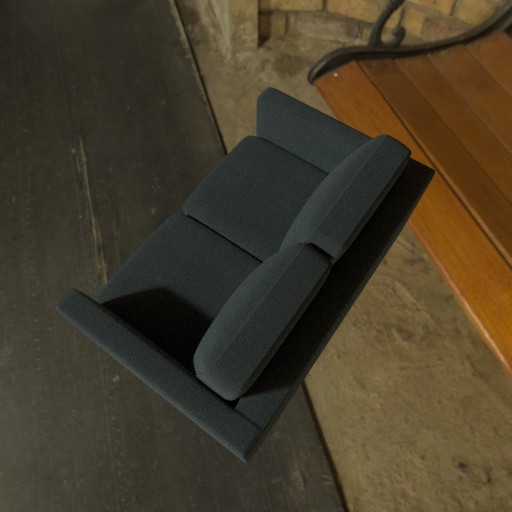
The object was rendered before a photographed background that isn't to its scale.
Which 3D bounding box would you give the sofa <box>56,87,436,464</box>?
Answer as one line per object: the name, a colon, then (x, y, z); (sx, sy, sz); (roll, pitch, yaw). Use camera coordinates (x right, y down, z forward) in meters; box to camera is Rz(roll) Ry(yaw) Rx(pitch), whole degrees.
sofa: (0.000, 0.000, 2.143); (0.999, 0.930, 1.518); (33, 68, 15)
